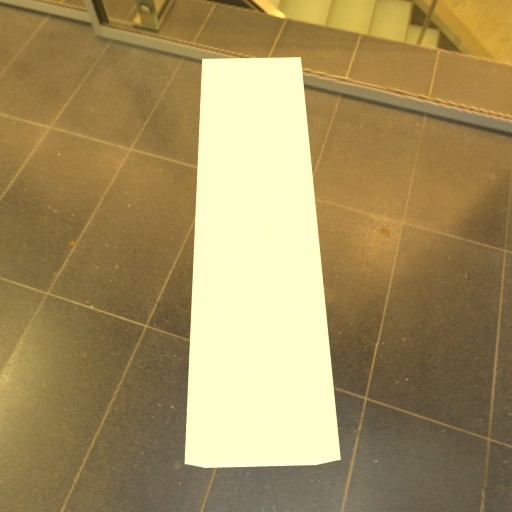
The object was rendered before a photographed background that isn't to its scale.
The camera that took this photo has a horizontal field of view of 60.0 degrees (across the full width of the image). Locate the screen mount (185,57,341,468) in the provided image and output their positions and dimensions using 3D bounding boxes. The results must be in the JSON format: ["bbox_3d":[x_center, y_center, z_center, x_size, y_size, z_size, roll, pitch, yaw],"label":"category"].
[{"bbox_3d":[0.000,0.000,1.747,0.400,0.619,1.490,-1,63,-1],"label":"screen mount"}]
